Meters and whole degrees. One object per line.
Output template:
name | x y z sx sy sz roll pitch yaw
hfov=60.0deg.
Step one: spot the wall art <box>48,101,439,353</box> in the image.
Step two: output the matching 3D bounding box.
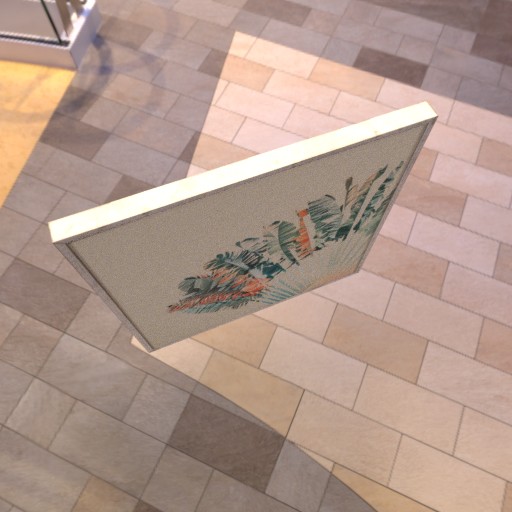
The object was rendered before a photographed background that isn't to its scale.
wall art | 0.000 0.000 0.775 0.508 0.506 0.029 -20 65 -10
